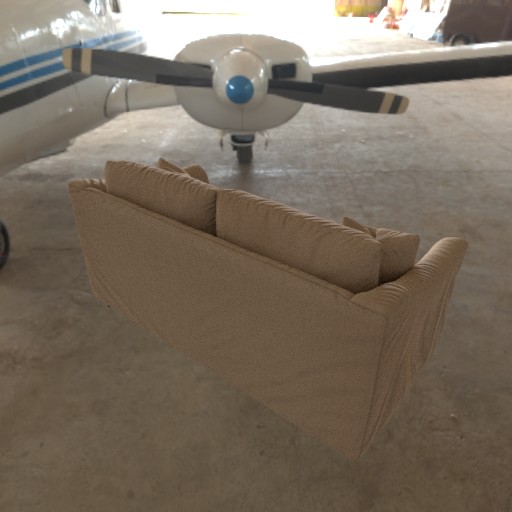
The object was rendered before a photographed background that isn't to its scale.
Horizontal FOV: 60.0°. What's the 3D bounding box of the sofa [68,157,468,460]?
[{"bbox_3d":[0.000,0.000,2.569,2.010,1.018,1.072,22,37,32],"label":"sofa"}]
